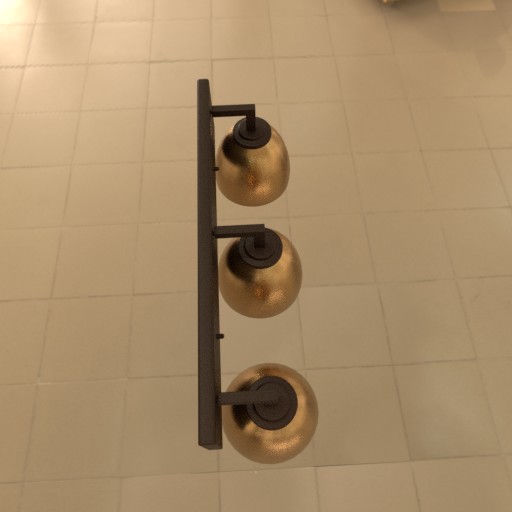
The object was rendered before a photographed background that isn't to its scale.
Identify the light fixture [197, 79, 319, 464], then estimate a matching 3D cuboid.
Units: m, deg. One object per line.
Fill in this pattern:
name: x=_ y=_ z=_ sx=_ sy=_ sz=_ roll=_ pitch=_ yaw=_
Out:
light fixture: x=0.000 y=0.000 z=0.685 sx=0.157 sy=0.204 sz=0.582 roll=-3 pitch=64 yaw=-2
